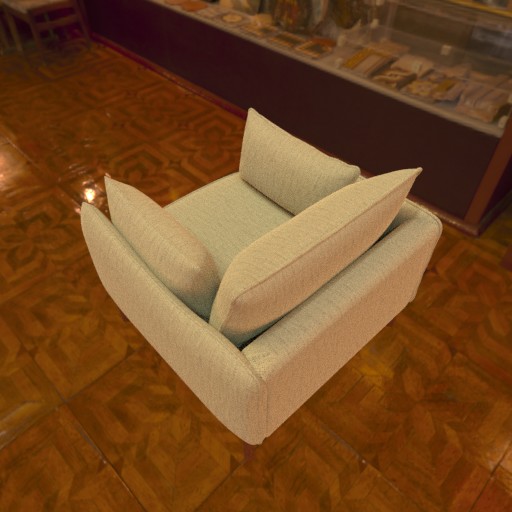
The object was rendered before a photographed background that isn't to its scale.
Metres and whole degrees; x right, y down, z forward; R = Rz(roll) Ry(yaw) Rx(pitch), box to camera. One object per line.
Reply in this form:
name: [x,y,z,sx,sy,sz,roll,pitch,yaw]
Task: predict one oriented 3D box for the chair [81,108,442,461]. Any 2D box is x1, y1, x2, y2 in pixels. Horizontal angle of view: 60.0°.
chair: [0.000,0.000,1.747,0.994,0.855,0.991,-34,55,-28]
